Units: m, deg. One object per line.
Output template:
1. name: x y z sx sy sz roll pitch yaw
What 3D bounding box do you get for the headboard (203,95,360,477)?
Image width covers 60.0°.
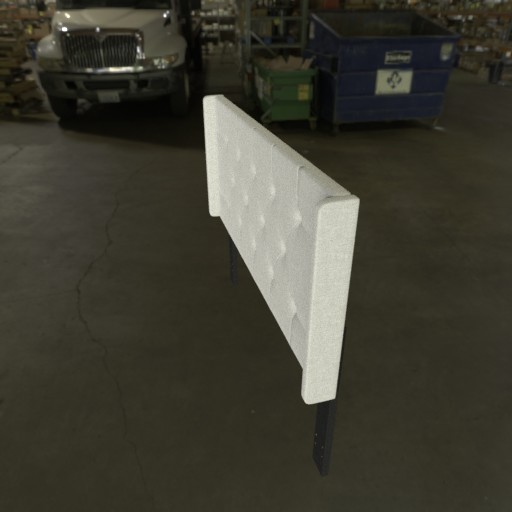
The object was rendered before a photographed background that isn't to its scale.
1. headboard: 0.000 0.000 2.671 0.184 1.524 2.051 -8 30 -14
